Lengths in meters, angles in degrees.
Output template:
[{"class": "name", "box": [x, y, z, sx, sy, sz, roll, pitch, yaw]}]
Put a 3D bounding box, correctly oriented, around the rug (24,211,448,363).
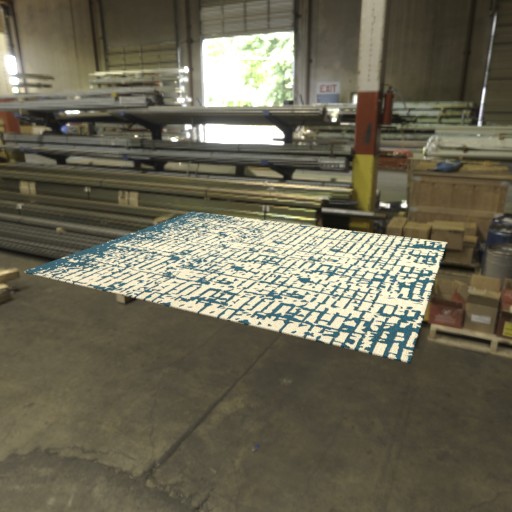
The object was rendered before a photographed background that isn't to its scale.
[{"class": "rug", "box": [0.000, 0.000, 3.983, 3.017, 0.014, 2.416, 9, 21, 25]}]
